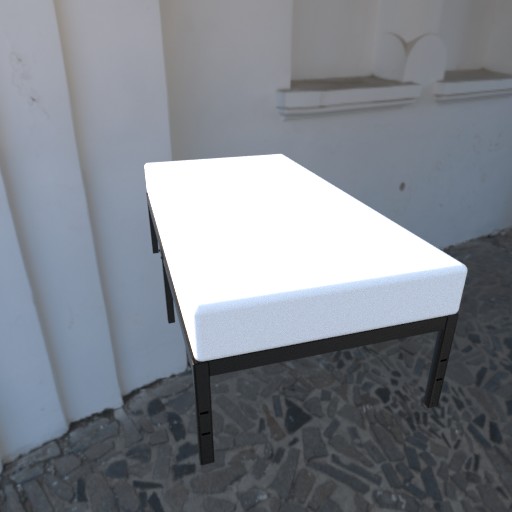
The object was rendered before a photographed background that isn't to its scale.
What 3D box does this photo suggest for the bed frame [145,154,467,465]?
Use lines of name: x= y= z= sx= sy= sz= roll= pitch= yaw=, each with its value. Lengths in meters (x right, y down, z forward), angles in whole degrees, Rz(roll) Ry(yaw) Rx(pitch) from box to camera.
bed frame: x=0.000 y=0.000 z=2.426 sx=1.023 sy=0.659 sz=1.950 roll=-7 pitch=26 yaw=-15
